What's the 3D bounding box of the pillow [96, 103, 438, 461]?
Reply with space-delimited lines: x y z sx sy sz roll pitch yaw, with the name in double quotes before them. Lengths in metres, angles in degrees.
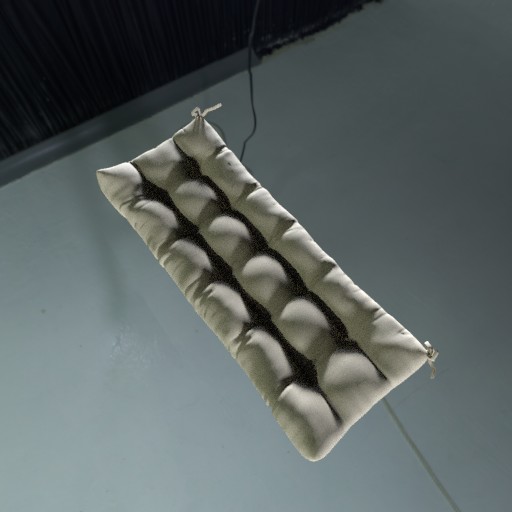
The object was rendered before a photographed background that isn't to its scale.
"pillow" 0.000 0.000 1.380 0.511 0.174 1.194 -35 69 -16
